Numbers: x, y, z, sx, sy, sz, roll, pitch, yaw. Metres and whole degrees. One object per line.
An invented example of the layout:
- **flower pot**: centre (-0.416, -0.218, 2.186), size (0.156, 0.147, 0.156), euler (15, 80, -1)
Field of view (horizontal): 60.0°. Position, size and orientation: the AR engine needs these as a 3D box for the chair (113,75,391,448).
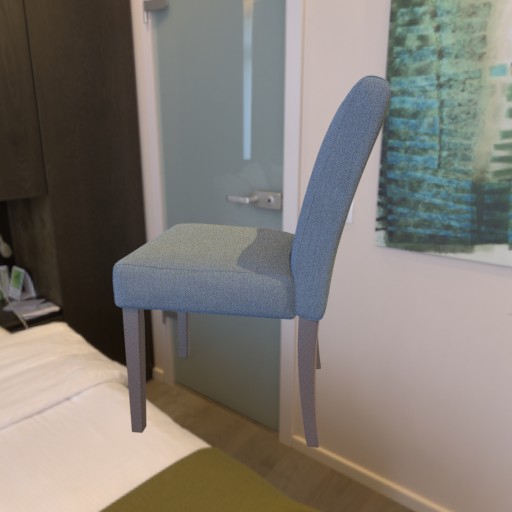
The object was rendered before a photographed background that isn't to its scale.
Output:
- **chair**: centre (0.000, 0.000, 1.226), size (0.629, 0.882, 0.487), euler (2, 16, 8)
